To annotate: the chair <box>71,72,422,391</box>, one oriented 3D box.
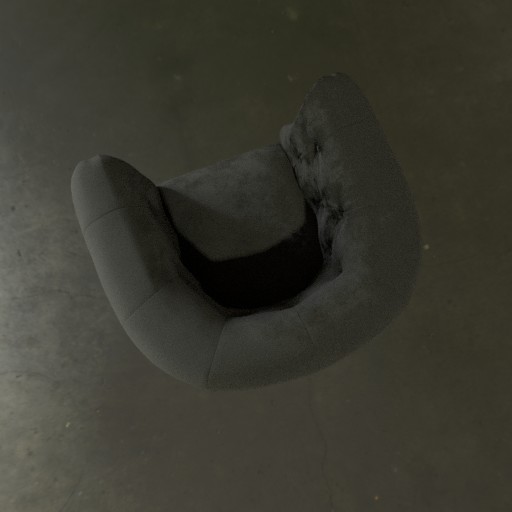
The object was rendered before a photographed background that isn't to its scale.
[{"bbox_3d":[0.000,0.000,1.534,0.904,0.826,0.851,-21,75,-6],"label":"chair"}]
